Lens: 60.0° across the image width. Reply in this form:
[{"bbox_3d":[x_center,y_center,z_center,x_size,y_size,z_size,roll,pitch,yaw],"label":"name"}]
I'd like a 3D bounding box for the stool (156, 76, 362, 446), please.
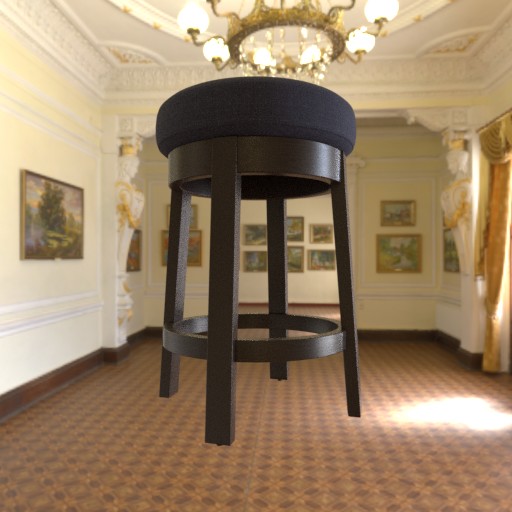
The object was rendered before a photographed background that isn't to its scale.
[{"bbox_3d":[0.000,0.000,0.970,0.449,0.655,0.449,0,0,0],"label":"stool"}]
